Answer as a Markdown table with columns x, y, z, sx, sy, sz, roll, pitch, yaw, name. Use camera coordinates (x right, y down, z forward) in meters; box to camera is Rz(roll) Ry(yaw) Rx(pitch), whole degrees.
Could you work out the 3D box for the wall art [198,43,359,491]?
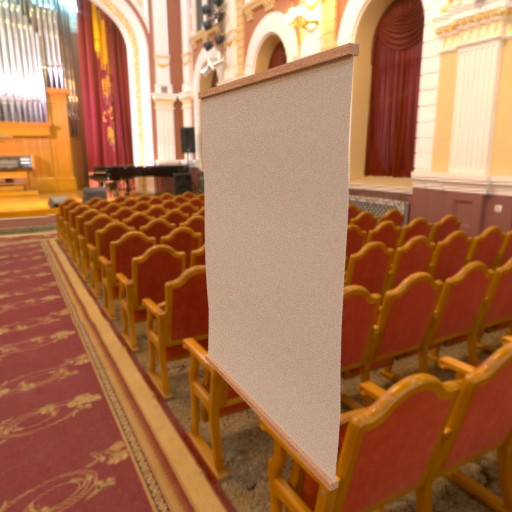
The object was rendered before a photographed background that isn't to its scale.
| x | y | z | sx | sy | sz | roll | pitch | yaw | name |
| --- | --- | --- | --- | --- | --- | --- | --- | --- | --- |
| 0.000 | 0.000 | 0.664 | 0.013 | 0.508 | 0.406 | -7 | 15 | -28 | wall art |
